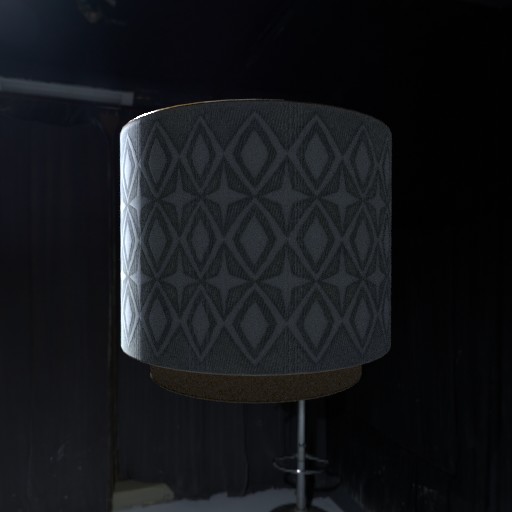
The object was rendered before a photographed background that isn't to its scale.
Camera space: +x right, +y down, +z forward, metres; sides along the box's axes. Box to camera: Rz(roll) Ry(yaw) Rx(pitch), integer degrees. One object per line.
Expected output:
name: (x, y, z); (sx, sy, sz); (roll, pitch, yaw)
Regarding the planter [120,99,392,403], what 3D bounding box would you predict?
planter: (0.000, 0.000, 0.437); (0.255, 0.223, 0.255); (0, 1, 0)
